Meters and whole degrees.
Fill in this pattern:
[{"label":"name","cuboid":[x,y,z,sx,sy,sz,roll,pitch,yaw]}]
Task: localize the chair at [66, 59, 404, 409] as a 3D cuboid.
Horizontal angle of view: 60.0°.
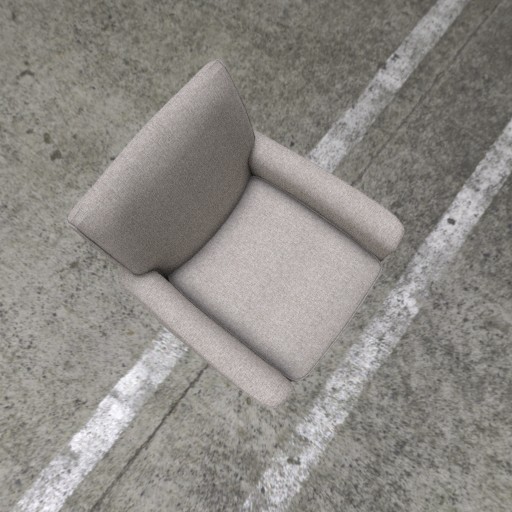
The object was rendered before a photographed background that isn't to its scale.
[{"label":"chair","cuboid":[0.000,0.000,1.689,0.864,1.014,0.848,37,79,9]}]
